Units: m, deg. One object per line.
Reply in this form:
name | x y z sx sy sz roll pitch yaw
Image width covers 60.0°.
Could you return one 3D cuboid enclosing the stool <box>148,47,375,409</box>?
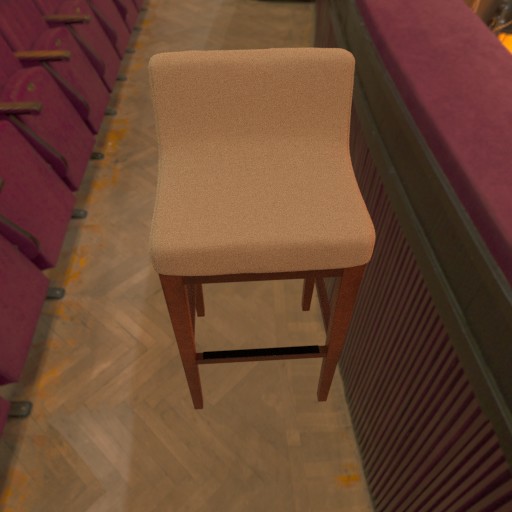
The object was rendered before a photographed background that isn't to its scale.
stool | 0.000 0.000 1.322 0.511 1.037 0.500 -3 46 -3
